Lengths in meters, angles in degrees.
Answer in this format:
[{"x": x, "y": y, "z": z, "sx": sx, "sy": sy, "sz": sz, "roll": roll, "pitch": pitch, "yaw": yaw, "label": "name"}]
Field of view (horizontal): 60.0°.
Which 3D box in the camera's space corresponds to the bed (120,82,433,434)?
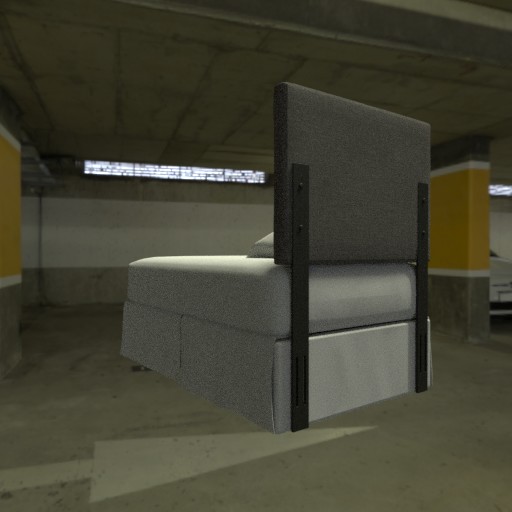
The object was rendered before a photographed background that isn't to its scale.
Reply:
[{"x": 0.000, "y": 0.000, "z": 3.078, "sx": 1.261, "sy": 1.571, "sz": 1.997, "roll": 0, "pitch": 1, "yaw": -36, "label": "bed"}]
